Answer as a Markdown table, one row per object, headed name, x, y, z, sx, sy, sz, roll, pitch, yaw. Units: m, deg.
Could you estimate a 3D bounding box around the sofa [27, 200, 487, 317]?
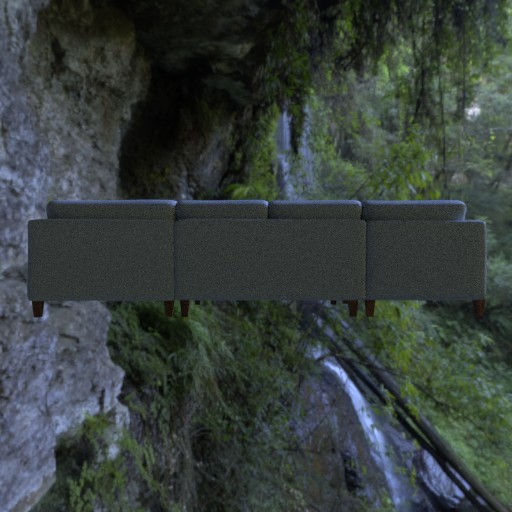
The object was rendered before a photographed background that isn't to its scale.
| name | x | y | z | sx | sy | sz | roll | pitch | yaw |
| --- | --- | --- | --- | --- | --- | --- | --- | --- | --- |
| sofa | 0.000 | 0.000 | 4.478 | 3.403 | 0.889 | 2.551 | 0 | 0 | -1 |
